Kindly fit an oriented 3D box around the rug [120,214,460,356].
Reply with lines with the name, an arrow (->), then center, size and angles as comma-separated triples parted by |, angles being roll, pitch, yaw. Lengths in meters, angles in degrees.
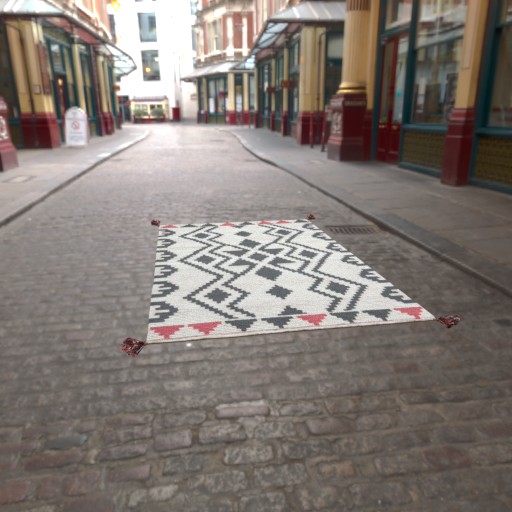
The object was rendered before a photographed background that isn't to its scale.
rug -> 0.000, 0.000, 3.391 | 1.741, 0.066, 2.672 | -3, 18, -10
